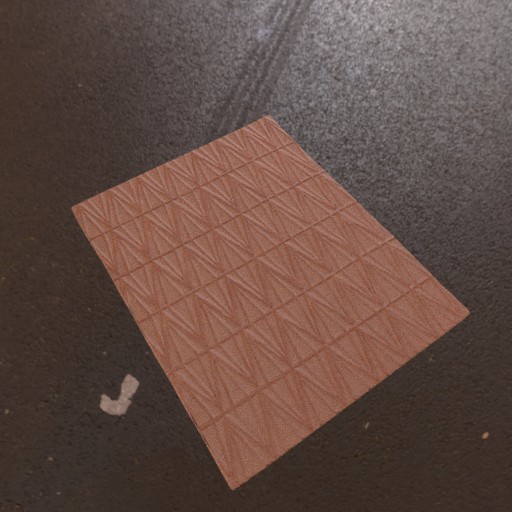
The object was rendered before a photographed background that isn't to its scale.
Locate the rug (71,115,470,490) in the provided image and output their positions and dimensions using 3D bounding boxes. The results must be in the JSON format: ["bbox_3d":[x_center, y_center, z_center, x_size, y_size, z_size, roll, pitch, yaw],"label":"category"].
[{"bbox_3d":[0.000,0.000,4.136,2.453,0.043,3.052,-30,62,-17],"label":"rug"}]
